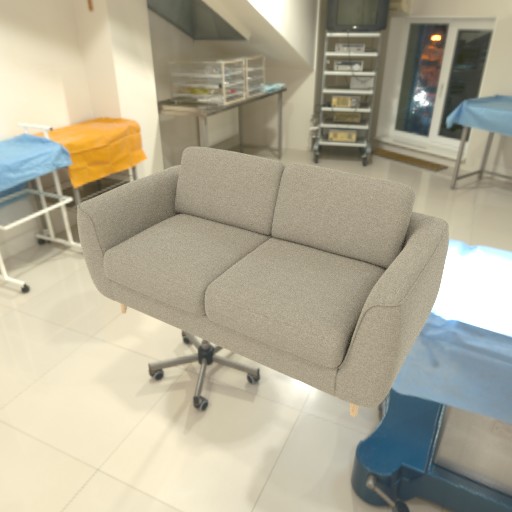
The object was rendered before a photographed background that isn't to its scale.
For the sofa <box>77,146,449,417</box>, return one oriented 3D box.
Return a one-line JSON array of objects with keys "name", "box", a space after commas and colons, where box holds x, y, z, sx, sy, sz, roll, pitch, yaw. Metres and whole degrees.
[{"name": "sofa", "box": [0.000, 0.000, 2.246, 1.700, 0.850, 0.920, 17, 33, 28]}]
